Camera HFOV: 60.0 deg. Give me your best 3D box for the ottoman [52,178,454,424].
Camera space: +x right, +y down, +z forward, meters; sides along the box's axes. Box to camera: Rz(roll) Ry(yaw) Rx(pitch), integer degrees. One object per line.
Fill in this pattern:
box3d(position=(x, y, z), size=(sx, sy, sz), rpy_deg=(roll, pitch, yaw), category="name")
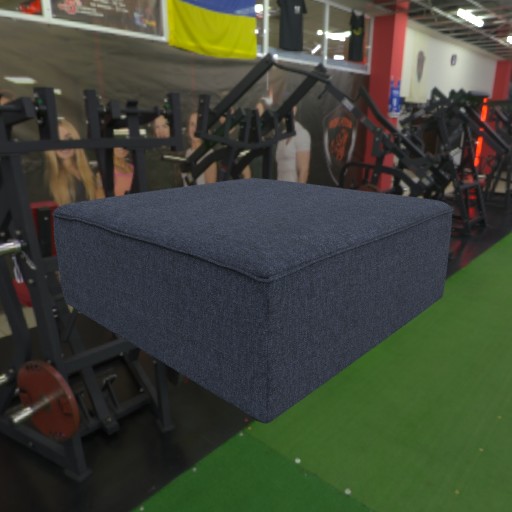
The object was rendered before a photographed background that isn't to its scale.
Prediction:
box3d(position=(0.000, 0.000, 1.593), size=(1.017, 0.423, 1.023), rpy_deg=(16, 23, 41), category="ottoman")
